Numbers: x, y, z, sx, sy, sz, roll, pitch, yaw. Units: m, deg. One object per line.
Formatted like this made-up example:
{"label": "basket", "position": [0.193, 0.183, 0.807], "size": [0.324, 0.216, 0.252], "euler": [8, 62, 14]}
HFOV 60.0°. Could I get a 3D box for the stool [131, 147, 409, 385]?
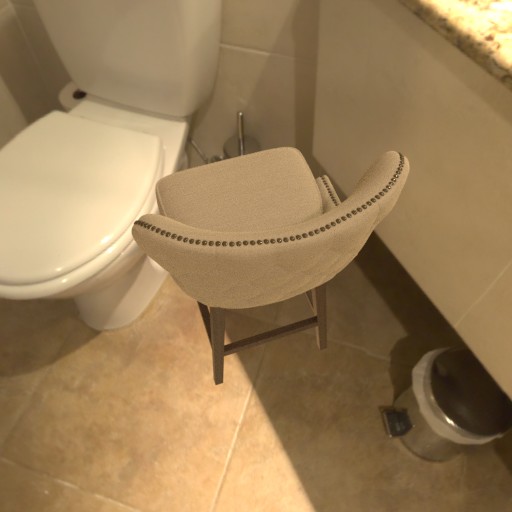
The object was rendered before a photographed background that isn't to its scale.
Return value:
{"label": "stool", "position": [0.000, 0.000, 1.365], "size": [0.615, 0.972, 0.597], "euler": [-16, 59, -10]}
